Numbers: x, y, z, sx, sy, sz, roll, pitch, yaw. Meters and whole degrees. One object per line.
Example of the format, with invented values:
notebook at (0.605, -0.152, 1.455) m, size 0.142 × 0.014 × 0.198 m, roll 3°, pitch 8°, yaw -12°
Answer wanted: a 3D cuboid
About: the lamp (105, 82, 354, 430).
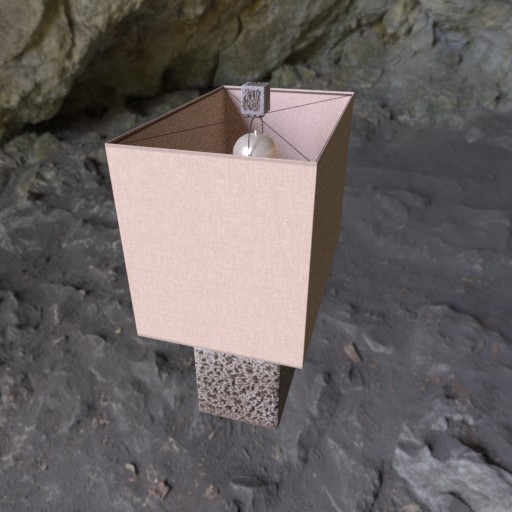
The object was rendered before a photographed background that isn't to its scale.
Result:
lamp at (0.000, 0.000, 0.562) m, size 0.180 × 0.411 × 0.294 m, roll 8°, pitch 31°, yaw 14°
